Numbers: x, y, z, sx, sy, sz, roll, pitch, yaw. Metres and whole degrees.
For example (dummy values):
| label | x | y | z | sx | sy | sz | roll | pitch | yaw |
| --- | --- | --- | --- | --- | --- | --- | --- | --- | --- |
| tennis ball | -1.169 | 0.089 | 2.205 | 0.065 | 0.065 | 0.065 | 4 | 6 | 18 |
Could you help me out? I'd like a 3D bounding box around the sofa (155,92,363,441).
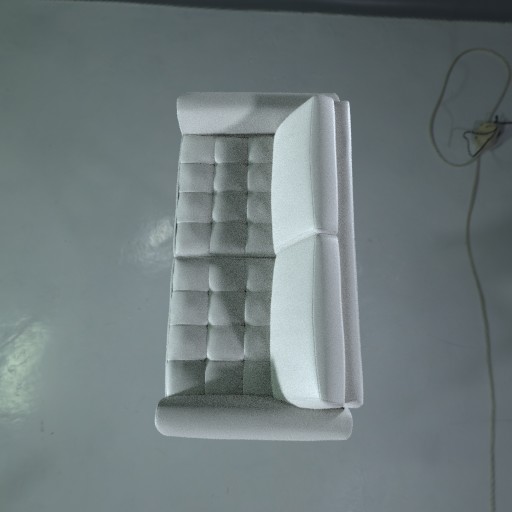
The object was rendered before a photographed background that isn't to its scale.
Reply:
| label | x | y | z | sx | sy | sz | roll | pitch | yaw |
| --- | --- | --- | --- | --- | --- | --- | --- | --- | --- |
| sofa | 0.000 | 0.000 | 2.793 | 1.121 | 0.930 | 2.177 | 1 | 75 | 0 |
